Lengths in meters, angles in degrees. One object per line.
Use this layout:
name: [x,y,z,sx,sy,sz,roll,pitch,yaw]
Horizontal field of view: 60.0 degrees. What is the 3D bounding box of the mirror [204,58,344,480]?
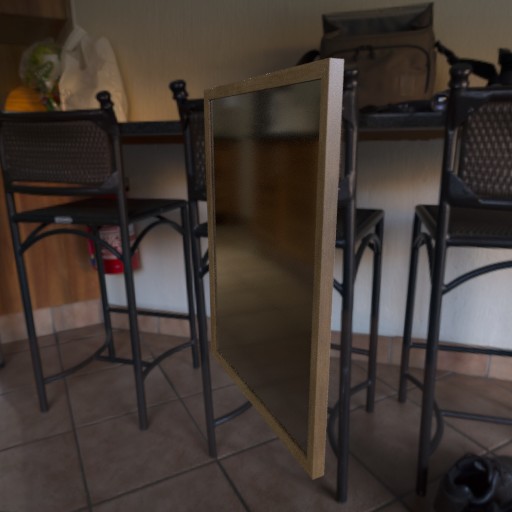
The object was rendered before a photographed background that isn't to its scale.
mirror: [0.000,0.000,1.359,0.040,1.016,0.762,-7,17,-25]
